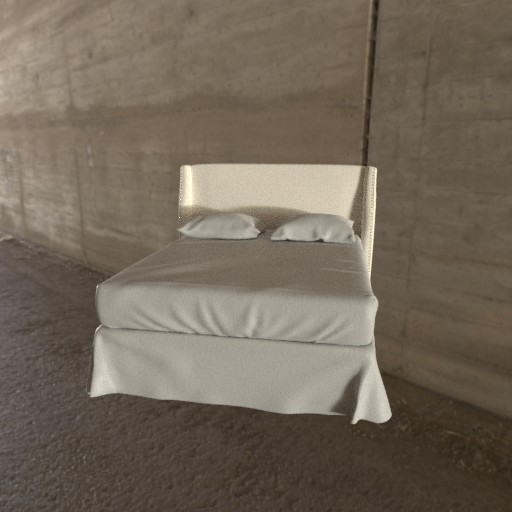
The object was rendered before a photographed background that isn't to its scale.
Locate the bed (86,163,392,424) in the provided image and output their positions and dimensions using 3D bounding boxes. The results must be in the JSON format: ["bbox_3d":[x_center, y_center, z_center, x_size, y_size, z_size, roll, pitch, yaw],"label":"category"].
[{"bbox_3d":[0.000,0.000,3.463,1.925,1.332,2.276,3,14,10],"label":"bed"}]
